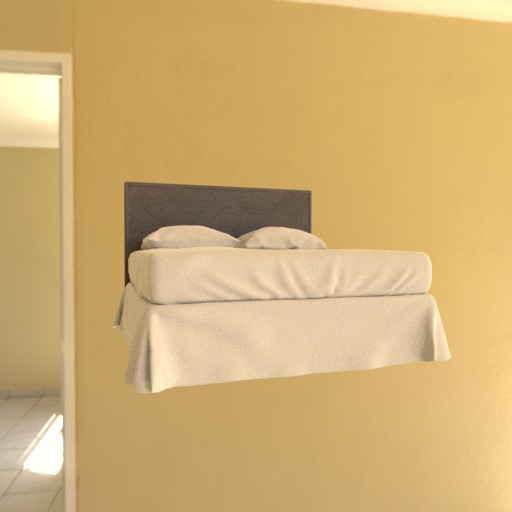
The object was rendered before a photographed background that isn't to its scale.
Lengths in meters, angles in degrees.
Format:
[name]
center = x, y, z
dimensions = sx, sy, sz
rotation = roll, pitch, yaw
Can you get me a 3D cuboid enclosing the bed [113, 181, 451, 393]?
[bed]
center = 0.000, 0.000, 2.926
dimensions = 1.772, 1.142, 1.785
rotation = 0, 1, -19
